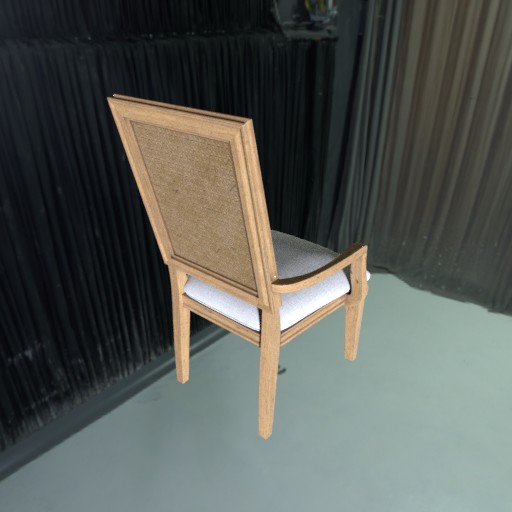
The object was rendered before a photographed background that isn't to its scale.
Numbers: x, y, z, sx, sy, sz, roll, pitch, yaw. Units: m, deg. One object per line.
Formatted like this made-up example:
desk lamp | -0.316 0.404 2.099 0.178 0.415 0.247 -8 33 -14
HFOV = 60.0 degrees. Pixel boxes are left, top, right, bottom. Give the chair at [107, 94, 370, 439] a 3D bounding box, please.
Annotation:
chair | 0.000 0.000 1.375 0.606 0.990 0.602 22 36 33
